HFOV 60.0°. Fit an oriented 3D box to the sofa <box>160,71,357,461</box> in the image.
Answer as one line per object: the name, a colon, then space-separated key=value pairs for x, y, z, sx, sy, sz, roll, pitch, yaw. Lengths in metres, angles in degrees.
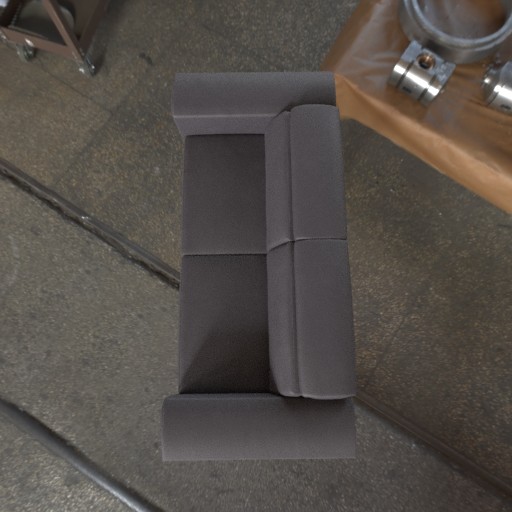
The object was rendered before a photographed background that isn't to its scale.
sofa: x=0.000 y=0.000 z=2.810 sx=1.048 sy=0.814 sz=2.330 roll=-1 pitch=77 yaw=0
